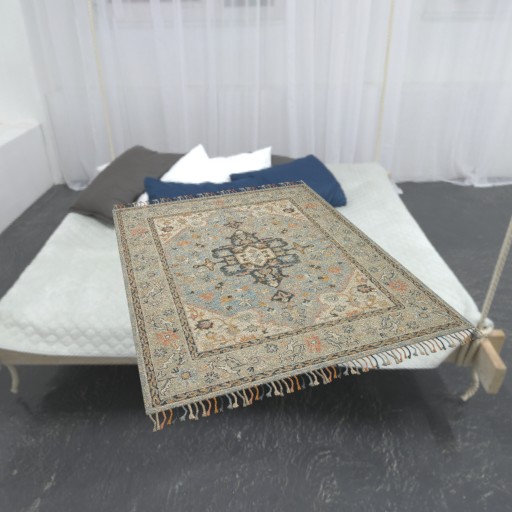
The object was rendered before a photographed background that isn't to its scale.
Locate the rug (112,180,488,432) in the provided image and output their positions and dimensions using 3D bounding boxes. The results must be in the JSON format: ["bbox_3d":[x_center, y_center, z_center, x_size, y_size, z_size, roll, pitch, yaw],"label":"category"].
[{"bbox_3d":[0.000,0.000,4.098,2.379,0.011,3.221,-10,32,-16],"label":"rug"}]
